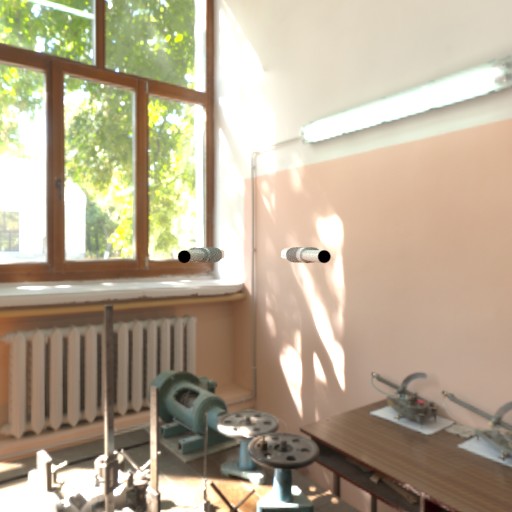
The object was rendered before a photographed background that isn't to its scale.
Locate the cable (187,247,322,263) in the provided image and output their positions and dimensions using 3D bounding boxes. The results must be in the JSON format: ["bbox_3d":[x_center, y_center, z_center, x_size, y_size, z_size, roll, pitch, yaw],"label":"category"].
[{"bbox_3d":[0.000,0.000,0.110,0.041,0.005,0.098,0,1,-1],"label":"cable"}]
